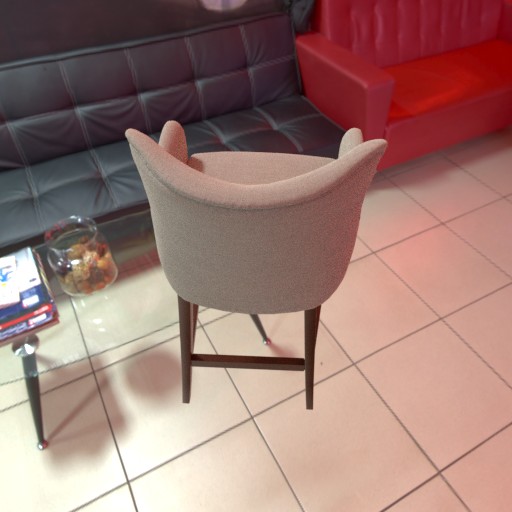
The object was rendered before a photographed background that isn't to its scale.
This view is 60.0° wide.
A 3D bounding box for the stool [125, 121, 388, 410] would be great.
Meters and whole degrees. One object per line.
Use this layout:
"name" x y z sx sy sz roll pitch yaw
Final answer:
"stool" 0.000 0.000 1.393 0.615 0.987 0.637 3 46 3
